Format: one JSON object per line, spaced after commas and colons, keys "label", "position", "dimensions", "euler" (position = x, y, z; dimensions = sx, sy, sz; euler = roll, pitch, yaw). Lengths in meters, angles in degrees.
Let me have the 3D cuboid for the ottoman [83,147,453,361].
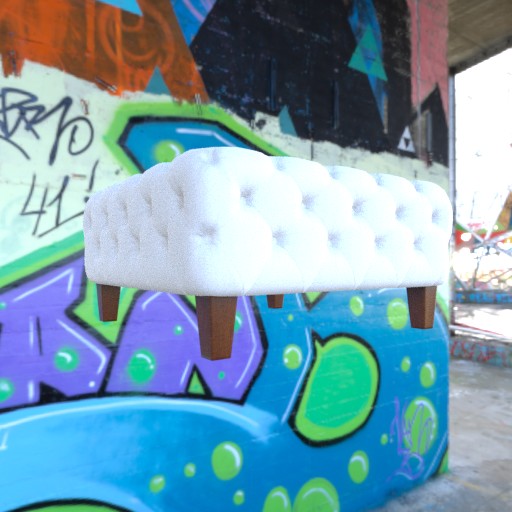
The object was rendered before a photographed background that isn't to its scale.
{"label": "ottoman", "position": [0.000, 0.000, 1.221], "dimensions": [0.753, 0.376, 0.755], "euler": [1, -1, -36]}
